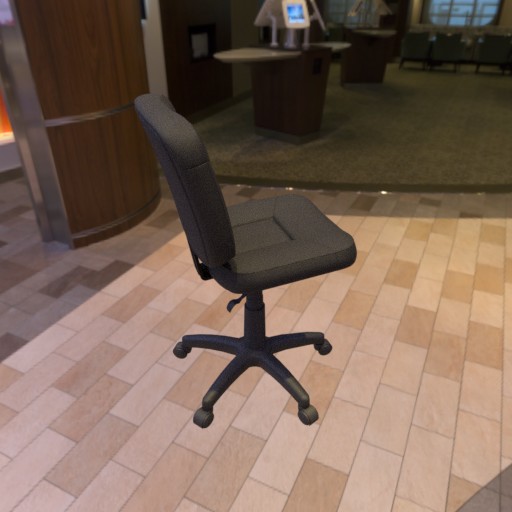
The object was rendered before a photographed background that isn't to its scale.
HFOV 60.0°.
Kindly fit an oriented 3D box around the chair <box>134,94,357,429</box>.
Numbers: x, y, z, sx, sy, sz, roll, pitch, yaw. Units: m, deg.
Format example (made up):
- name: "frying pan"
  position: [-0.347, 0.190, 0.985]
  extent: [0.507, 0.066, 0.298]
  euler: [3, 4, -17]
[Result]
- name: "chair"
  position: [0.000, 0.000, 1.390]
  extent: [0.610, 0.972, 0.610]
  euler: [-10, 32, -17]
